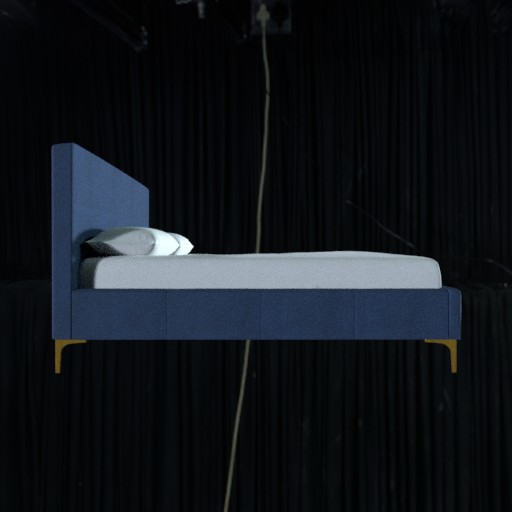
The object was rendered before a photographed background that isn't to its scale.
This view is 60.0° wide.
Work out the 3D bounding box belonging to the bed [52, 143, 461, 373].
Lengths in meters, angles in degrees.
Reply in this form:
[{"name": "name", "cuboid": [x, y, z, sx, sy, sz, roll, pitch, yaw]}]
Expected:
[{"name": "bed", "cuboid": [0.000, 0.000, 3.190, 2.172, 1.231, 1.723, 0, 0, 0]}]
